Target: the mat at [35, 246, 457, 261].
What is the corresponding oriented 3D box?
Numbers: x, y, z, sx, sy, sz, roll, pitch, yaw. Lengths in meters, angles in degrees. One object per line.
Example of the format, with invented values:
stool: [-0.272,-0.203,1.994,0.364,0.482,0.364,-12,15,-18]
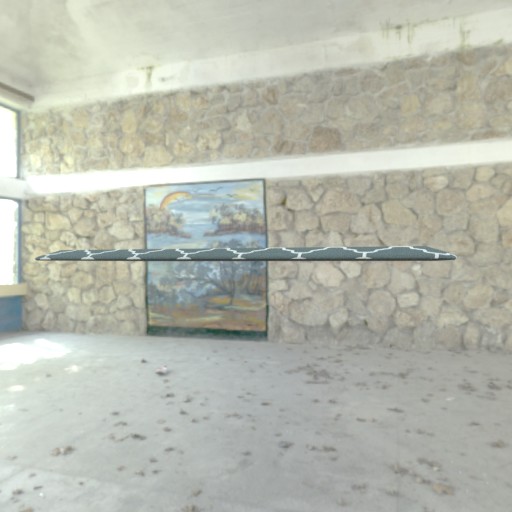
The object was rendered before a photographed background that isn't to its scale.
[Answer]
mat: [0.000,0.000,0.970,0.762,0.021,0.508,0,-1,19]
